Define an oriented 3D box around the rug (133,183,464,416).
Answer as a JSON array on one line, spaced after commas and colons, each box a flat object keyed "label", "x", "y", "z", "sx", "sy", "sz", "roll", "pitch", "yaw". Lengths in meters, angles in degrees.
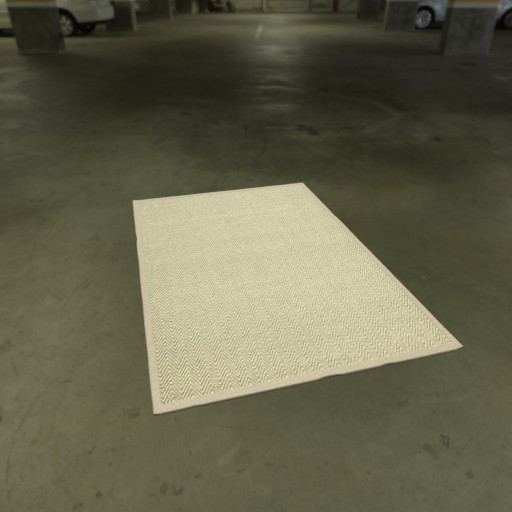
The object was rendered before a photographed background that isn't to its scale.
[{"label": "rug", "x": 0.000, "y": 0.000, "z": 2.992, "sx": 1.540, "sy": 0.021, "sz": 2.290, "roll": -8, "pitch": 32, "yaw": -13}]
